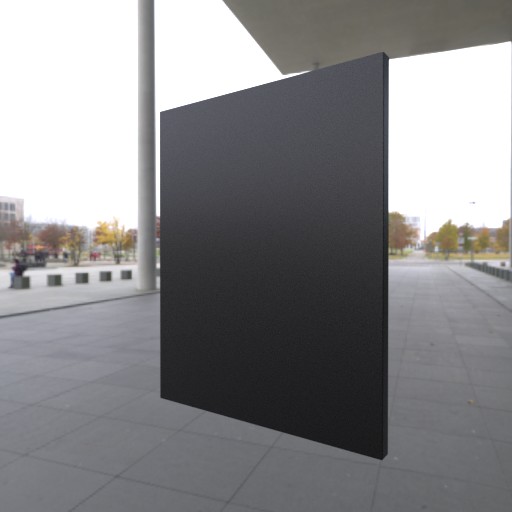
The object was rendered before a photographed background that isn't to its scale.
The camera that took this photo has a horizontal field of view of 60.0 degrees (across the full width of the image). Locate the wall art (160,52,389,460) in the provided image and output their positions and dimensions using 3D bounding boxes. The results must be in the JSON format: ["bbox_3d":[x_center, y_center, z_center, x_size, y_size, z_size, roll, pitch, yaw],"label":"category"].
[{"bbox_3d":[0.000,0.000,1.590,0.950,1.194,0.053,0,1,36],"label":"wall art"}]
